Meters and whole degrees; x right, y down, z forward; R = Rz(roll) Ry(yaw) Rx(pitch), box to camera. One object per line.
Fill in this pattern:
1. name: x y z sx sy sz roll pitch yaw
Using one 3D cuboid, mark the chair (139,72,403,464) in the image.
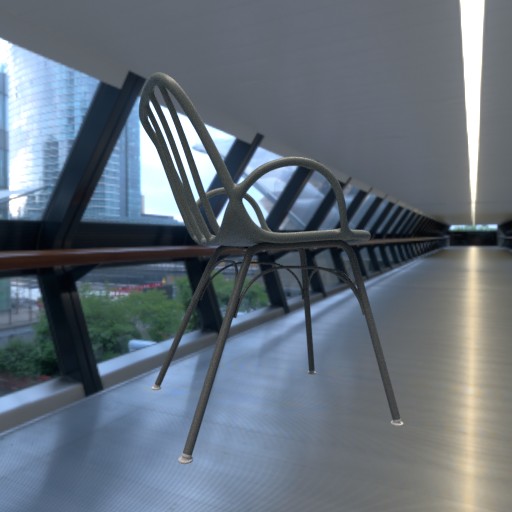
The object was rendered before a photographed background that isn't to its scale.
1. chair: 0.000 0.000 1.194 0.597 0.816 0.549 0 1 -19
